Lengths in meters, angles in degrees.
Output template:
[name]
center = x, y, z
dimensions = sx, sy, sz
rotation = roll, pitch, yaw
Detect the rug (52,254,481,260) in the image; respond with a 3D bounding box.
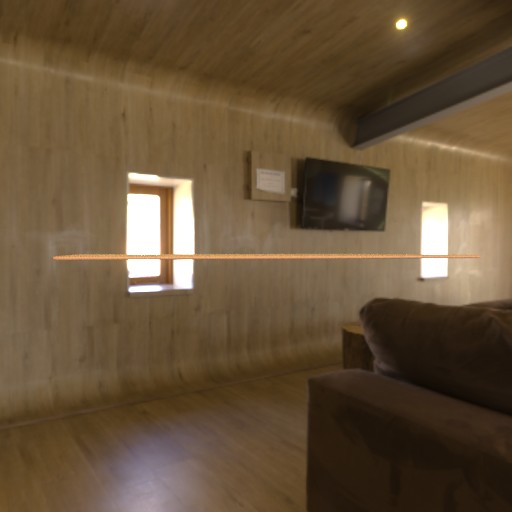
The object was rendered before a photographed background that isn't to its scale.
[rug]
center = 0.000, 0.000, 2.132
dimensions = 1.678, 0.013, 1.078
rotation = 0, 1, -18
